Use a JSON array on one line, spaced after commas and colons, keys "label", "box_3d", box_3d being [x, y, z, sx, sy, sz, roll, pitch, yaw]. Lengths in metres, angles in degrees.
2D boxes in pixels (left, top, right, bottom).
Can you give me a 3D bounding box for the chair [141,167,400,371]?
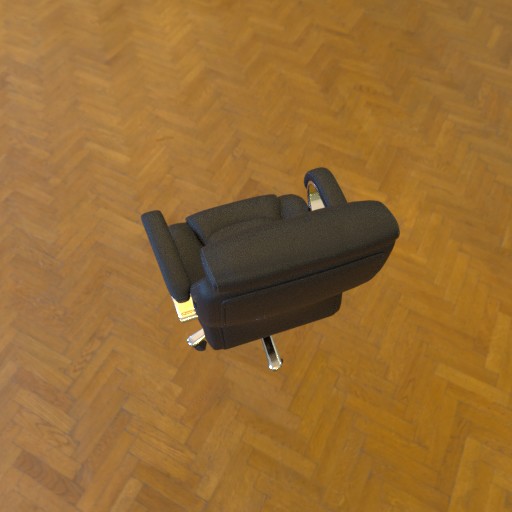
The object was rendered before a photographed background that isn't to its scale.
[{"label": "chair", "box_3d": [0.000, 0.000, 1.696, 0.755, 1.183, 0.790, -16, 60, -10]}]
